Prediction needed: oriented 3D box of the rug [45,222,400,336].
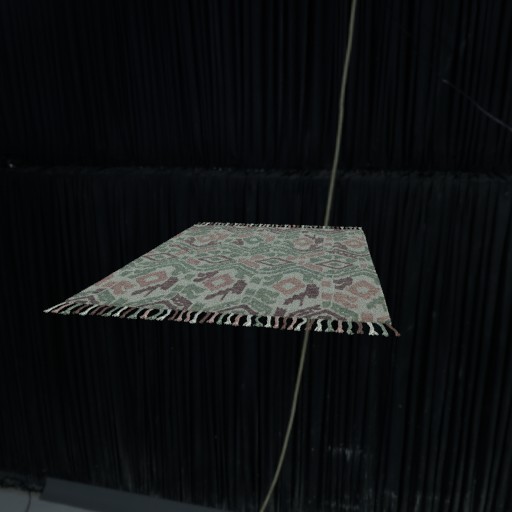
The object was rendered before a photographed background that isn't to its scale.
[{"bbox_3d":[0.000,0.000,2.337,1.219,0.010,1.829,2,15,9],"label":"rug"}]
